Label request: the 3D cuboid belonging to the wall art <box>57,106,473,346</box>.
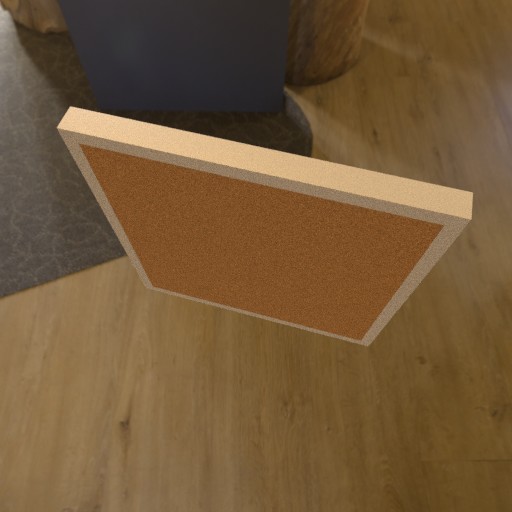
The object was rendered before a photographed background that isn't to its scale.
[{"bbox_3d":[0.000,0.000,0.758,0.507,0.508,0.038,14,64,7],"label":"wall art"}]
